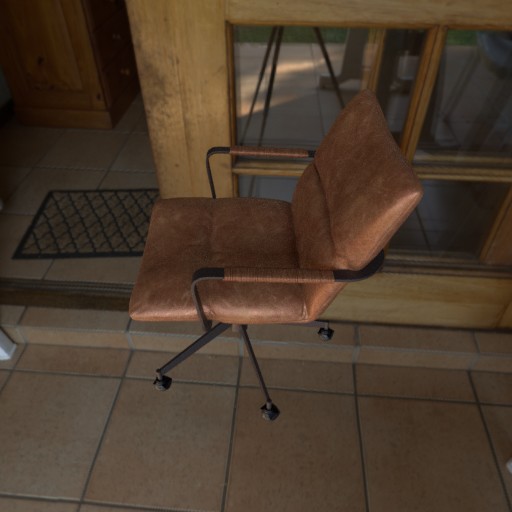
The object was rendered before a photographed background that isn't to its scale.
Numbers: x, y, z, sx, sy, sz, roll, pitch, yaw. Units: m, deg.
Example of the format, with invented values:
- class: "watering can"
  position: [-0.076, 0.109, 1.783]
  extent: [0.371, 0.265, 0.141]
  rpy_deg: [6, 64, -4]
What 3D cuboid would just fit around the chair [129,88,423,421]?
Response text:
- class: "chair"
  position: [0.000, 0.000, 1.477]
  extent: [0.754, 0.922, 0.727]
  rpy_deg: [-1, 43, -1]
